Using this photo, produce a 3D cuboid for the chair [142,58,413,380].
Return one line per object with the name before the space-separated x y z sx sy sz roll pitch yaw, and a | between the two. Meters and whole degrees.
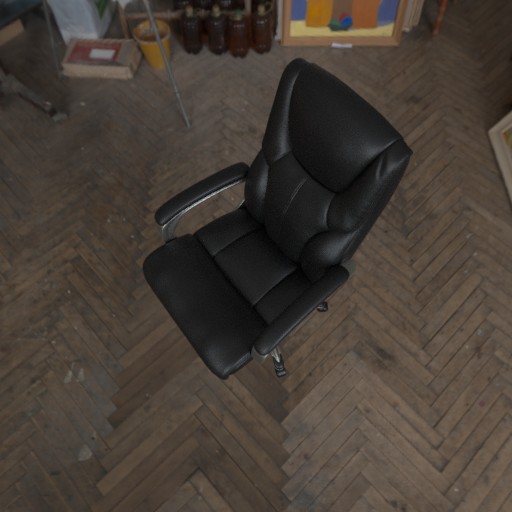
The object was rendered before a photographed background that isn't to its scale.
chair | 0.000 0.000 1.633 0.739 1.155 0.663 -34 68 -16
